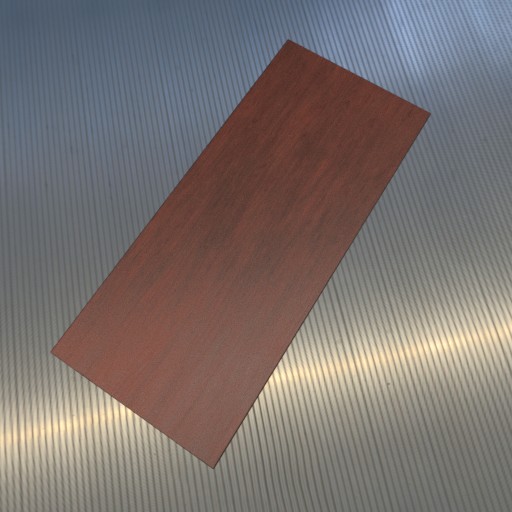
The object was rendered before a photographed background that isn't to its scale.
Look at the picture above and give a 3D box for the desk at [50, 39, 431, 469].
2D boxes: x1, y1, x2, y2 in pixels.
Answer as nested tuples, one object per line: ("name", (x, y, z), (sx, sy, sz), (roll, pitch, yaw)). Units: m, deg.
("desk", (0.000, 0.000, 1.819), (0.600, 0.761, 1.372), (32, 76, 9))
